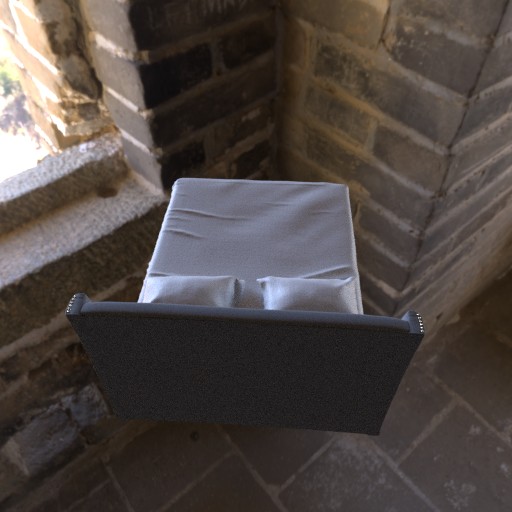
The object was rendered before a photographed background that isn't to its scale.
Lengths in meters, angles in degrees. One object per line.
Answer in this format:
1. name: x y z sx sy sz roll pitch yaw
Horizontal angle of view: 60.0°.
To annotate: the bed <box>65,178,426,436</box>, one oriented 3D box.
1. bed: 0.000 0.000 3.552 1.925 1.332 2.276 3 46 3
